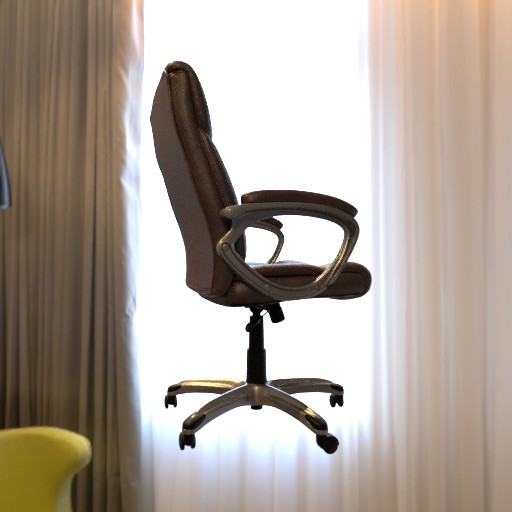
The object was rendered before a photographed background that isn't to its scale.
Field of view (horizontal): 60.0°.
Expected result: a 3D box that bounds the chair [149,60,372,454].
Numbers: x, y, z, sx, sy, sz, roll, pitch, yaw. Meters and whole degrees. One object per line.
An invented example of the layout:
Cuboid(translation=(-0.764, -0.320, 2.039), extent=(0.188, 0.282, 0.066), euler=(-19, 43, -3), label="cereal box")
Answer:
Cuboid(translation=(0.000, 0.000, 1.531), extent=(0.692, 1.128, 0.656), euler=(0, 0, -18), label="chair")
